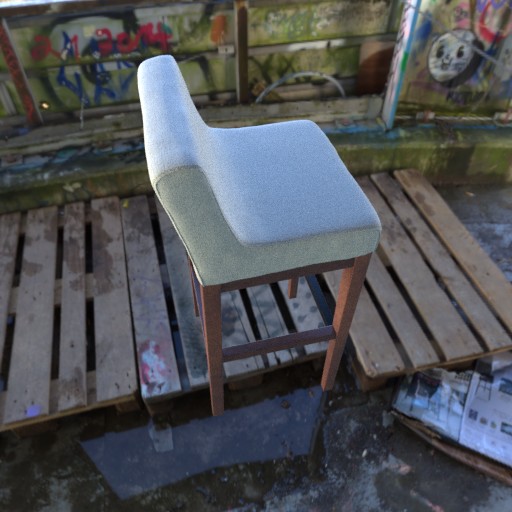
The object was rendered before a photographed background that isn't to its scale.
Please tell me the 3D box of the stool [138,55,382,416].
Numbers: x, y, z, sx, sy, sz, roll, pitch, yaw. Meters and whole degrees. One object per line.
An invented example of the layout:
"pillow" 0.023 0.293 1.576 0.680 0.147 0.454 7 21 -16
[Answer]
"stool" 0.000 0.000 1.331 0.500 1.037 0.511 -10 47 -9
